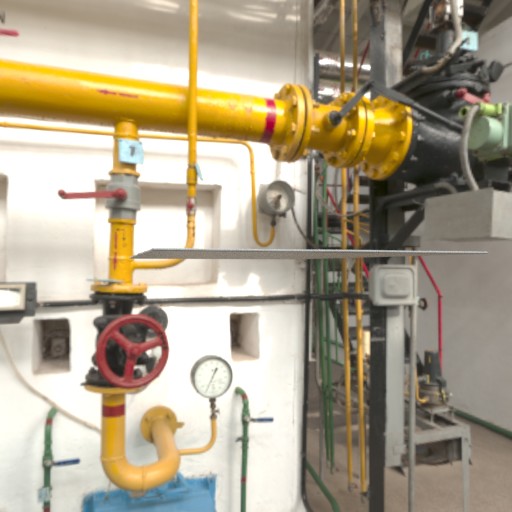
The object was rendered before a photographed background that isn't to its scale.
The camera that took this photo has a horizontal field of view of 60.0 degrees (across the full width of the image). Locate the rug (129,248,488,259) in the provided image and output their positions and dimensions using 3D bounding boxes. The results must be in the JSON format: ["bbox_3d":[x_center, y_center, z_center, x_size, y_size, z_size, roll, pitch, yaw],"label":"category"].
[{"bbox_3d":[0.000,0.000,2.328,1.231,0.012,1.835,0,-1,-18],"label":"rug"}]
